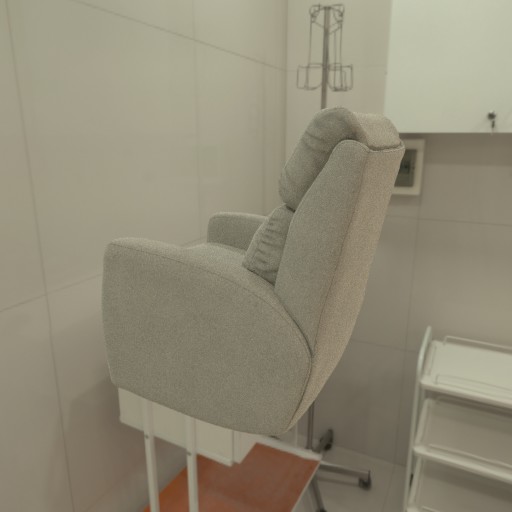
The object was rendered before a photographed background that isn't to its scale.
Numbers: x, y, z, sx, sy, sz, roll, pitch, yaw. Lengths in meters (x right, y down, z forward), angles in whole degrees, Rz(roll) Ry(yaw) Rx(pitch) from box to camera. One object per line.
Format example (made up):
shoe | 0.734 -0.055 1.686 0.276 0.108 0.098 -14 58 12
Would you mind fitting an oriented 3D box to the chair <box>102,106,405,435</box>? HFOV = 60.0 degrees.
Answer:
chair | 0.000 0.000 1.658 0.940 1.021 0.794 7 17 25
